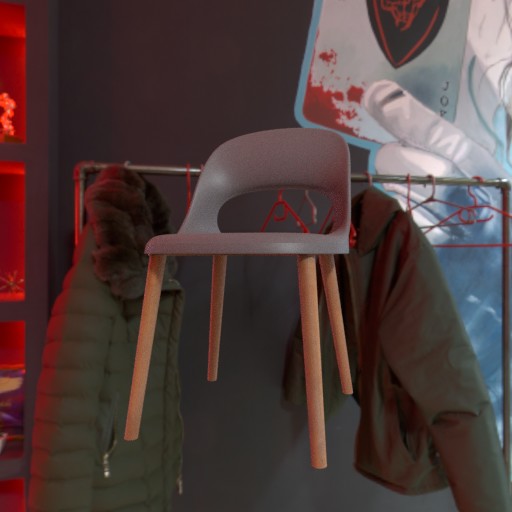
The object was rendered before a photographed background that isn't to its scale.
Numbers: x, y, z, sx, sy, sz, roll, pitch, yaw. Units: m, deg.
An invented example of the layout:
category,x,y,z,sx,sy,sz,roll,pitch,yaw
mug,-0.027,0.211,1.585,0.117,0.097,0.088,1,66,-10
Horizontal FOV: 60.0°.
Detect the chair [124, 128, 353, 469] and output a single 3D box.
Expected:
category,x,y,z,sx,sy,sz,roll,pitch,yaw
chair,0.000,0.000,1.138,0.470,0.795,0.556,0,1,18
